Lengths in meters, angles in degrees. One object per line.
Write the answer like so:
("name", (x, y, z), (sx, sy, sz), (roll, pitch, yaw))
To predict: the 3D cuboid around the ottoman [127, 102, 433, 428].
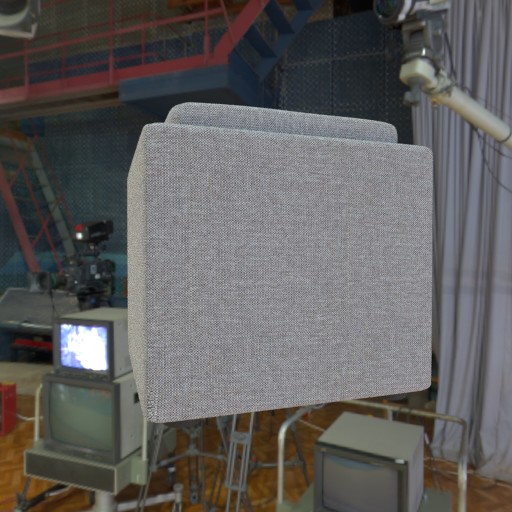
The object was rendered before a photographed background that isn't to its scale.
("ottoman", (0.000, 0.000, 0.838), (0.450, 0.460, 0.450), (0, 1, -19))
